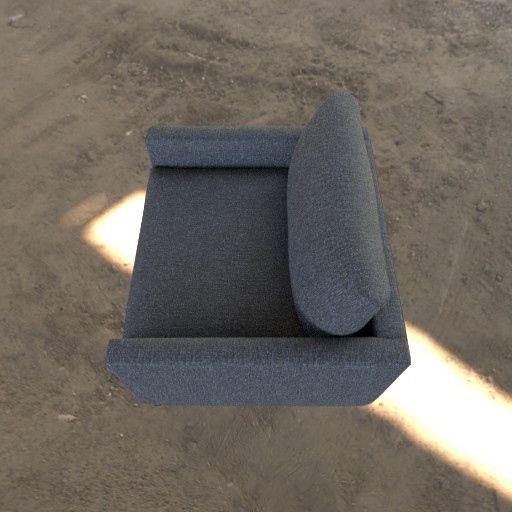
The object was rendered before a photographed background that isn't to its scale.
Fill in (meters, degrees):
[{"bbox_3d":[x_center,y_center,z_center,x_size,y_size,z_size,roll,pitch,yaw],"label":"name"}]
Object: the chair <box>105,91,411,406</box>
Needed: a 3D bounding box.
[{"bbox_3d":[0.000,0.000,1.611,0.866,0.861,0.963,0,59,0],"label":"chair"}]
